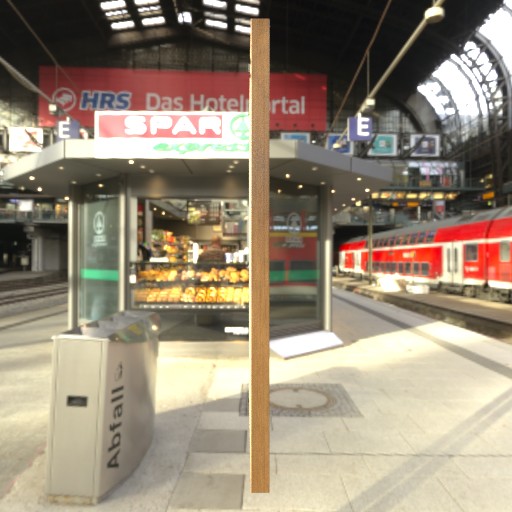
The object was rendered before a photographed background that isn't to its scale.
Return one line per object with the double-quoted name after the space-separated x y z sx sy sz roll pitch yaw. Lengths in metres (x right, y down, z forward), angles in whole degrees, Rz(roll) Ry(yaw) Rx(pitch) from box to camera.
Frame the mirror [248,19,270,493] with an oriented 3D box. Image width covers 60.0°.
0.000 0.000 1.159 0.040 0.915 0.609 0 0 -1 "mirror"
